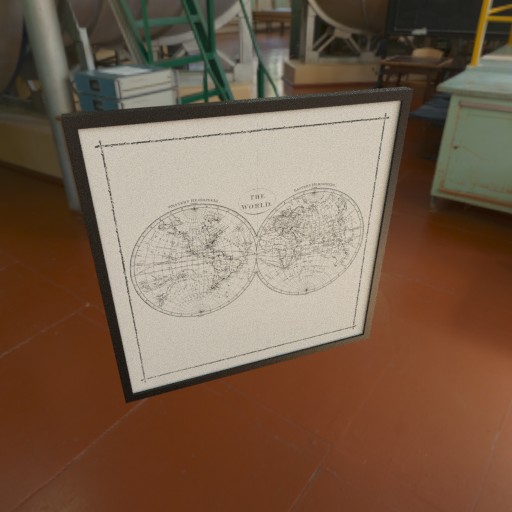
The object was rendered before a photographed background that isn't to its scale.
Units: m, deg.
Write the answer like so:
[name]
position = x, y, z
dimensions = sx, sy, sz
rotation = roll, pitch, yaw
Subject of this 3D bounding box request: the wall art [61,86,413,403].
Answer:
[wall art]
position = 0.000, 0.000, 1.142
dimensions = 0.773, 0.775, 0.031
rotation = -11, 33, -17
